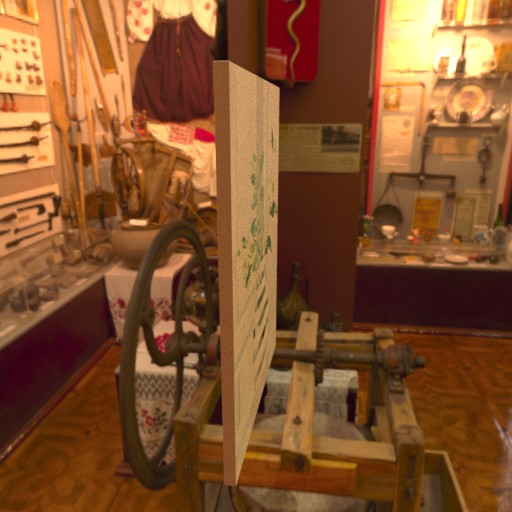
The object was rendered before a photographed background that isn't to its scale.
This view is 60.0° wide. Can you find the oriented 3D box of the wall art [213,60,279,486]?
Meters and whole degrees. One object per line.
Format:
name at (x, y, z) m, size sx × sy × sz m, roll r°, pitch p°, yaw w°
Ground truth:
wall art at (0.000, 0.000, 1.623) m, size 0.038 × 1.212 × 0.914 m, roll 3°, pitch 17°, yaw 10°
